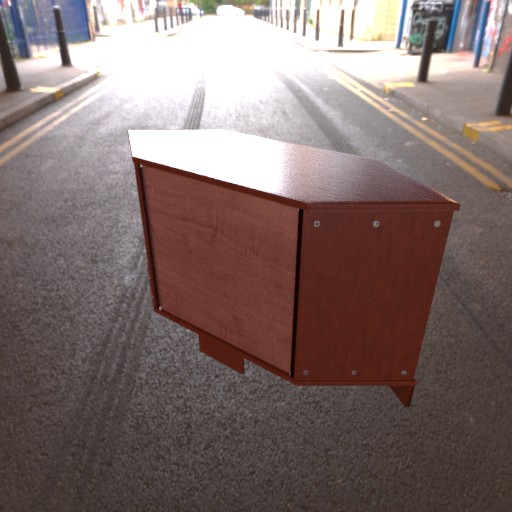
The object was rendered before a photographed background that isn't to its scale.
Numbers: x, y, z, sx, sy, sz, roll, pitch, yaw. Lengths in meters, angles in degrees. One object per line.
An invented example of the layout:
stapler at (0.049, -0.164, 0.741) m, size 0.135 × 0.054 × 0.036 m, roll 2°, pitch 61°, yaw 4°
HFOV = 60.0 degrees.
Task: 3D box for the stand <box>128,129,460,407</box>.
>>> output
stand at (0.000, 0.000, 1.362) m, size 1.072 × 0.614 × 0.381 m, roll 20°, pitch 35°, yaw 31°
